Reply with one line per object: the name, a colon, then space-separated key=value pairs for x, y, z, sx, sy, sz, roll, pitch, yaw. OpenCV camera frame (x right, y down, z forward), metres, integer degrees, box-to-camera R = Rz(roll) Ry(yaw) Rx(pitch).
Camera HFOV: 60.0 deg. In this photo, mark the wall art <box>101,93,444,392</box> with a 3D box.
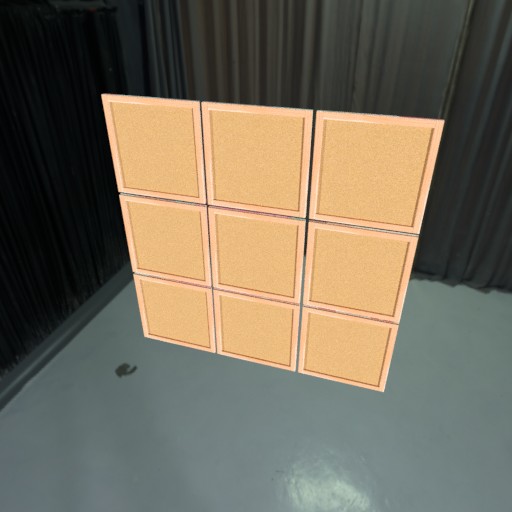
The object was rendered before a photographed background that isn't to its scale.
wall art: x=0.000 y=0.000 z=1.380 sx=0.911 sy=0.910 sz=0.012 roll=10 pitch=33 yaw=15
